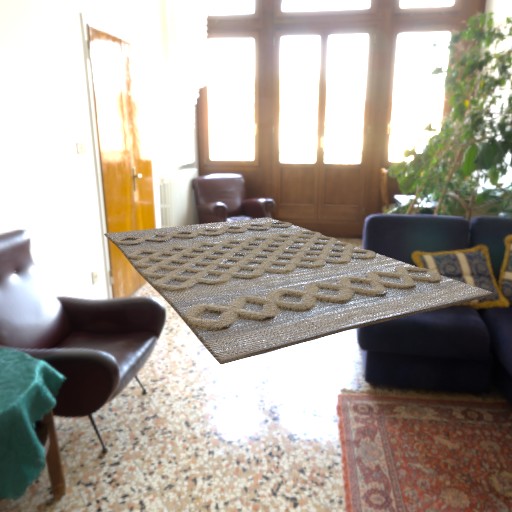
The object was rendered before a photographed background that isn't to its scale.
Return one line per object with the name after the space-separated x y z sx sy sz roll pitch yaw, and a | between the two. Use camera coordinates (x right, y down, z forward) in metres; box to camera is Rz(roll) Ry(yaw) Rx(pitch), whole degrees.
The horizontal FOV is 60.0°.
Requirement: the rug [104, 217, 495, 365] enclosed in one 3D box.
0.000 0.000 2.882 1.513 0.033 2.333 -8 17 -27 | rug
